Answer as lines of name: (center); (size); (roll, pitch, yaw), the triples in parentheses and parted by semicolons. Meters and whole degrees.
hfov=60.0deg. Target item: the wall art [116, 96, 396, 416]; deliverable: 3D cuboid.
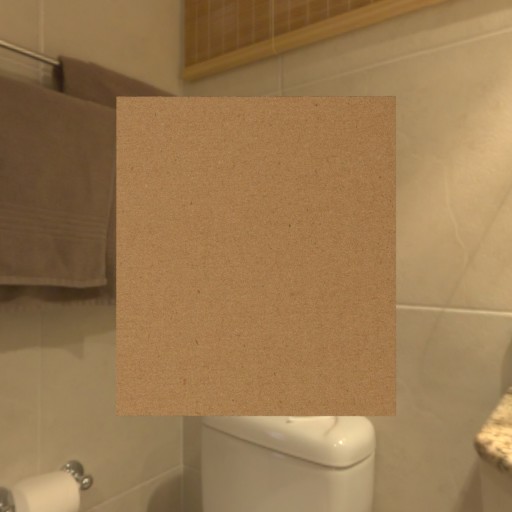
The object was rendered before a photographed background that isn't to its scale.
wall art: (0.000, 0.000, 1.211); (0.755, 0.863, 0.028); (0, 0, 0)
